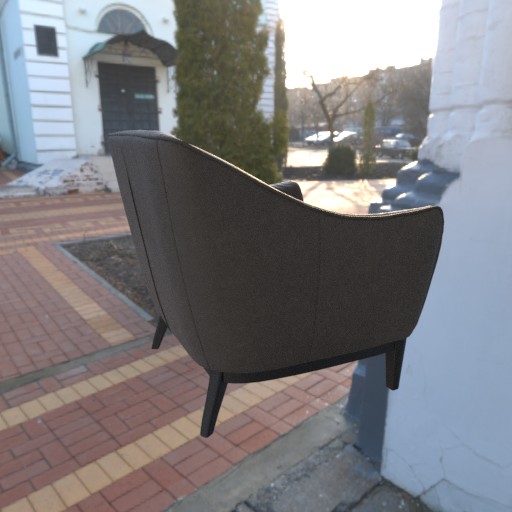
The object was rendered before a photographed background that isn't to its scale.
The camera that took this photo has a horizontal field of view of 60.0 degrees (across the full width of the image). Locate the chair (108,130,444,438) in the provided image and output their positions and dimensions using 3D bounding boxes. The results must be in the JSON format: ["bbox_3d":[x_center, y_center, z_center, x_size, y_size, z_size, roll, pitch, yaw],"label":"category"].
[{"bbox_3d":[0.000,0.000,1.527,0.852,0.830,0.871,-7,17,-25],"label":"chair"}]
